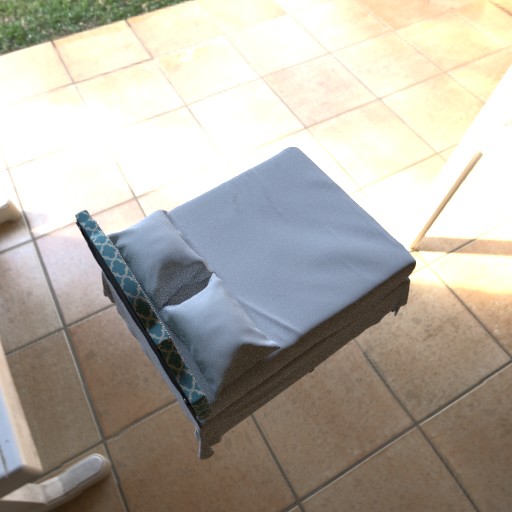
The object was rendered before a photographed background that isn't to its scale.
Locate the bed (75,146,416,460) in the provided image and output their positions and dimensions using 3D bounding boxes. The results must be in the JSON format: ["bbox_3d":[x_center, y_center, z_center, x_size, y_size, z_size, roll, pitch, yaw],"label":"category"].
[{"bbox_3d":[0.000,0.000,3.385,2.222,1.633,1.780,-31,63,-18],"label":"bed"}]
